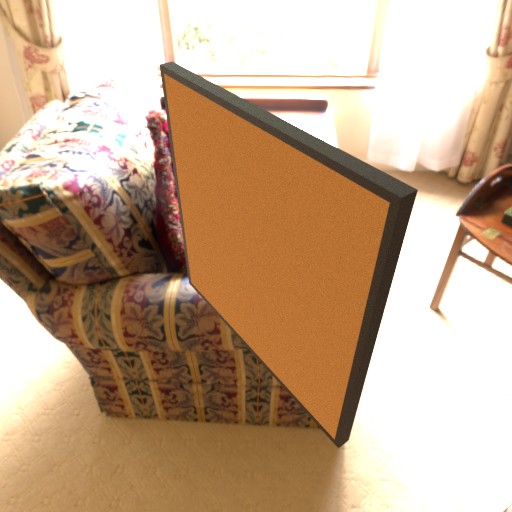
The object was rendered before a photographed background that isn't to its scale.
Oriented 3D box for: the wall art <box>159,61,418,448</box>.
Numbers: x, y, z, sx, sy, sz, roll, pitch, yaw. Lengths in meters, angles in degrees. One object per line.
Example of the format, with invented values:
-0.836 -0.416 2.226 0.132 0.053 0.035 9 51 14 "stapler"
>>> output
0.000 0.000 1.135 0.038 0.763 0.763 -26 47 -27 "wall art"
